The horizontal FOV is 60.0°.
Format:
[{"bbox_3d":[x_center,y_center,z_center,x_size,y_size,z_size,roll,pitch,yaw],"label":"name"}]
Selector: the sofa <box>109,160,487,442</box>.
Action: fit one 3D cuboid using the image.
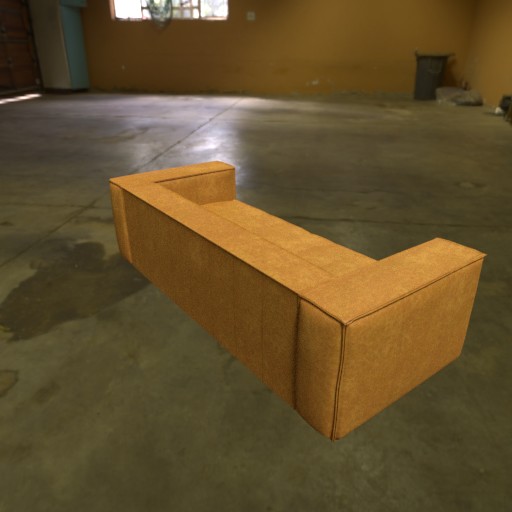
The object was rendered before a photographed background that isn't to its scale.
[{"bbox_3d":[0.000,0.000,3.026,1.102,0.701,2.581,-18,31,-33],"label":"sofa"}]
